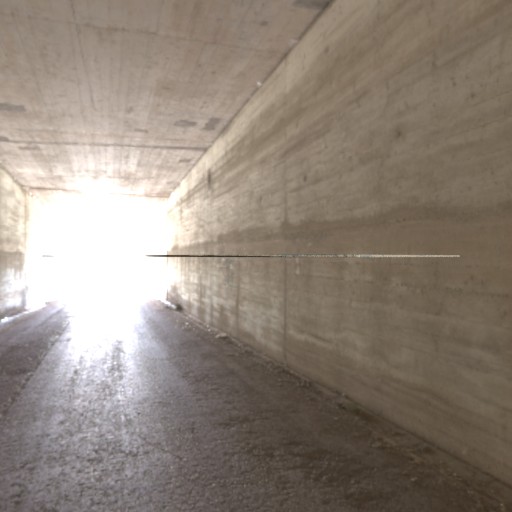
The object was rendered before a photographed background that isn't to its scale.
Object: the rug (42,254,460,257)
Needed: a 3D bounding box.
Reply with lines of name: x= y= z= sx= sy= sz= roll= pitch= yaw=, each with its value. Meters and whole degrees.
rug: x=0.000 y=0.000 z=4.142 sx=3.049 sy=0.015 sz=2.457 roll=0 pitch=0 yaw=36
